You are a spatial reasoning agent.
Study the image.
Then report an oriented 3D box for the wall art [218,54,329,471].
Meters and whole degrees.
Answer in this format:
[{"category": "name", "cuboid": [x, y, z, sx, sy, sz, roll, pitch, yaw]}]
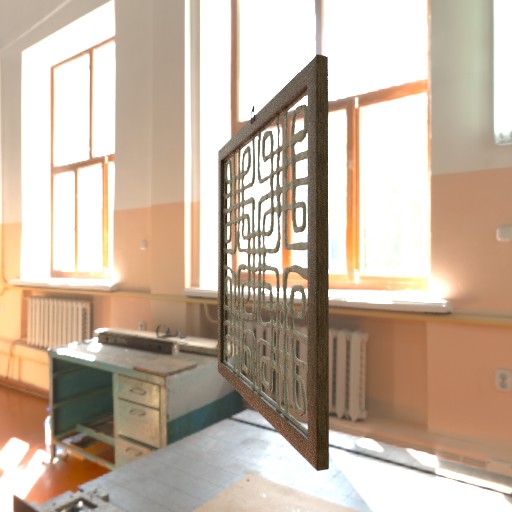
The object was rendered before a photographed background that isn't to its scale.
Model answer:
[{"category": "wall art", "cuboid": [0.000, 0.000, 0.863, 0.021, 0.582, 0.561, 0, -1, -19]}]
